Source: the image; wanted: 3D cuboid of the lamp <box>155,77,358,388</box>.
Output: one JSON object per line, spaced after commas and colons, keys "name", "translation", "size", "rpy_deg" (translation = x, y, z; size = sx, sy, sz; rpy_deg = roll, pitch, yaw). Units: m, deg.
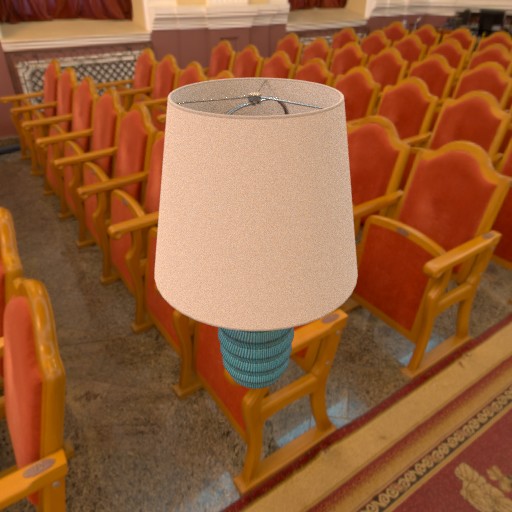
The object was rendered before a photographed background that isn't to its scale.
{"name": "lamp", "translation": [0.000, 0.000, 0.559], "size": [0.254, 0.392, 0.254], "rpy_deg": [0, 32, 0]}
